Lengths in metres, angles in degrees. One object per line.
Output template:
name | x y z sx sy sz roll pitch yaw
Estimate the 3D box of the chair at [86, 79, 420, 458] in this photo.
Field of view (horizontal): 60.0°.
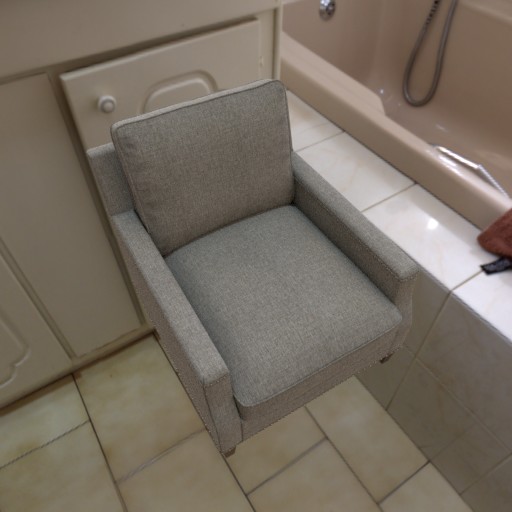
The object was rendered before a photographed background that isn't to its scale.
chair | 0.000 0.000 1.703 0.853 0.943 1.014 -24 53 -20
